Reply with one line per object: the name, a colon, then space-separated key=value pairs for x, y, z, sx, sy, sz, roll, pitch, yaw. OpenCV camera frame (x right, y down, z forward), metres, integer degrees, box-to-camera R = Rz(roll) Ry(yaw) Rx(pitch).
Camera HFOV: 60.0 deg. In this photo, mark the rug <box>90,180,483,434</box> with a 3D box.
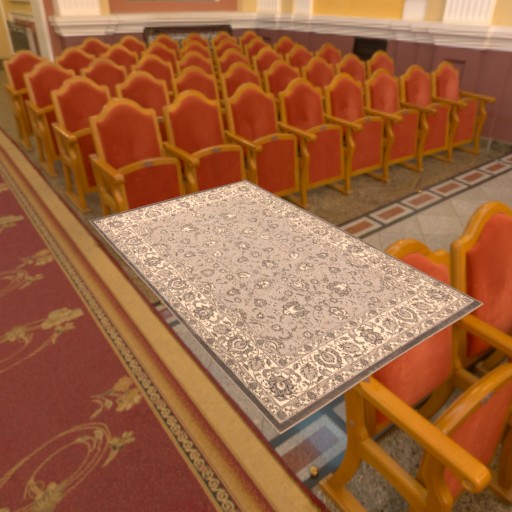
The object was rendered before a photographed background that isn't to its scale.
rug: x=0.000 y=0.000 z=3.054 sx=1.524 sy=0.011 sz=2.438 roll=-20 pitch=36 yaw=-30
